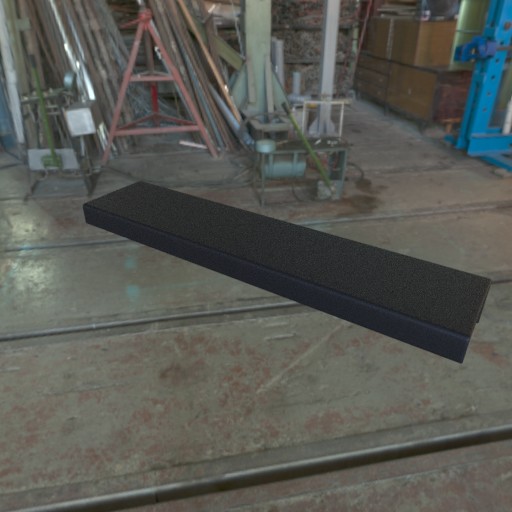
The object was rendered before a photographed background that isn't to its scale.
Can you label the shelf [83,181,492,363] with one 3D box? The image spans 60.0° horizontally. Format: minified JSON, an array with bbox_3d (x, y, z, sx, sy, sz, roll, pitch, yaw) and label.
[{"bbox_3d":[0.000,0.000,0.493,0.456,0.053,0.102,19,35,29],"label":"shelf"}]
